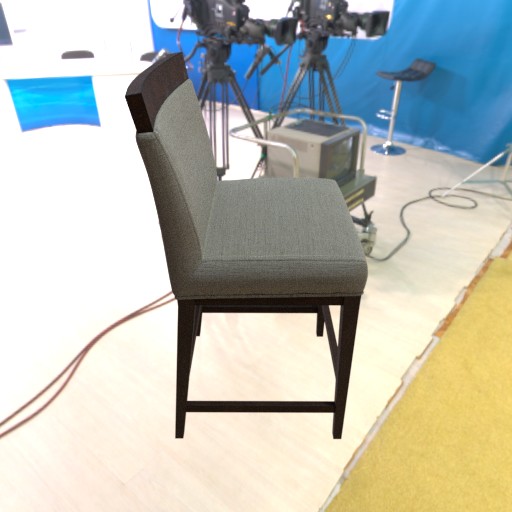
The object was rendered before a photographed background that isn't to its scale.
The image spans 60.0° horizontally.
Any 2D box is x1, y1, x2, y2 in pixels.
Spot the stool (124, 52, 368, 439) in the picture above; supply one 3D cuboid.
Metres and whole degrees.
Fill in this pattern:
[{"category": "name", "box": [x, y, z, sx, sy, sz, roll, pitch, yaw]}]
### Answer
[{"category": "stool", "box": [0.000, 0.000, 1.274, 0.531, 1.009, 0.512, 0, 32, 0]}]
